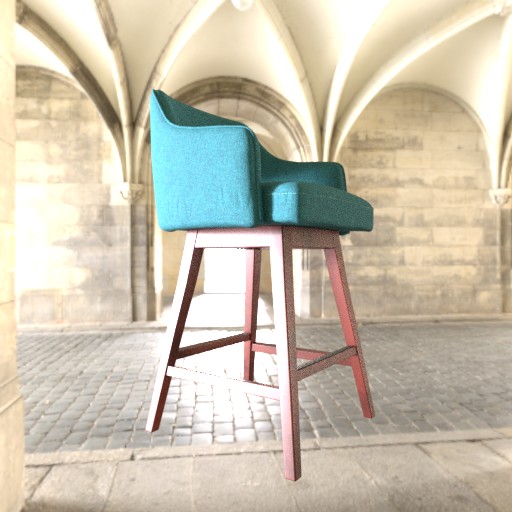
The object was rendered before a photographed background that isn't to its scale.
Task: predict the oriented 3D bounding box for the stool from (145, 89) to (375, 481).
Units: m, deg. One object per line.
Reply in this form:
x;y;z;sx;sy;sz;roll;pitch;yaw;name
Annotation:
0.000;0.000;1.290;0.556;0.961;0.548;0;0;35;stool
